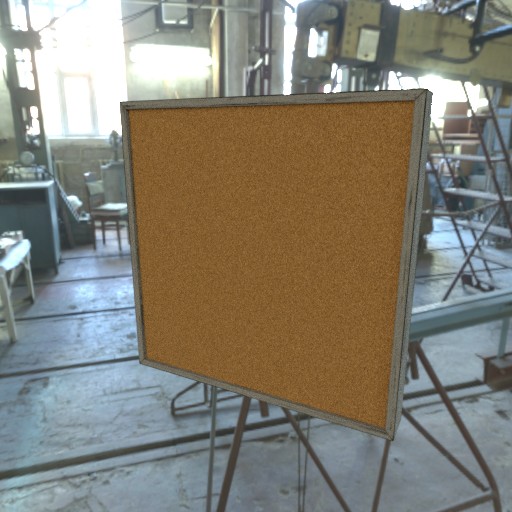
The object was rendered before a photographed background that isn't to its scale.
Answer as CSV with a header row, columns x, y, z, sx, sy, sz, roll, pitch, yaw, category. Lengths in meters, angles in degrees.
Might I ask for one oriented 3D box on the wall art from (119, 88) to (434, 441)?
x,y,z,sx,sy,sz,roll,pitch,yaw,category
0.000,0.000,0.449,0.303,0.303,0.036,8,17,27,wall art
